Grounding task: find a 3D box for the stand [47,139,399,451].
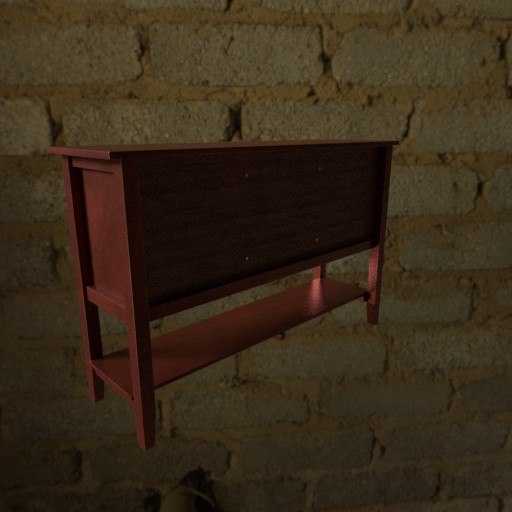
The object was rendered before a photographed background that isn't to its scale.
[{"bbox_3d":[0.000,0.000,1.765,1.362,0.872,0.410,-15,22,-42],"label":"stand"}]
